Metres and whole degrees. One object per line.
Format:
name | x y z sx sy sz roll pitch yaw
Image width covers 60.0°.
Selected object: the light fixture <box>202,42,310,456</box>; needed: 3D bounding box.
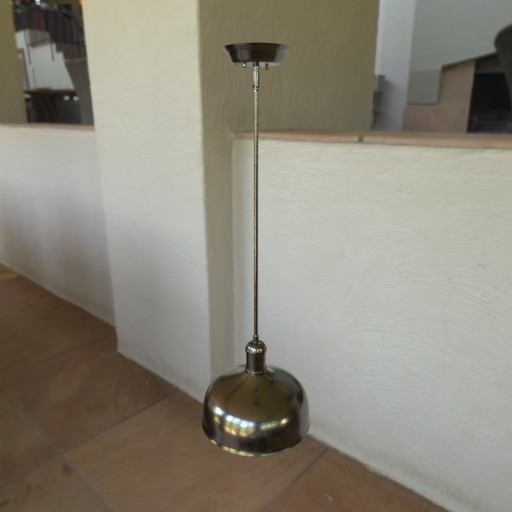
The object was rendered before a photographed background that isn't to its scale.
light fixture | 0.000 0.000 1.089 0.299 0.935 0.299 -16 23 -42
